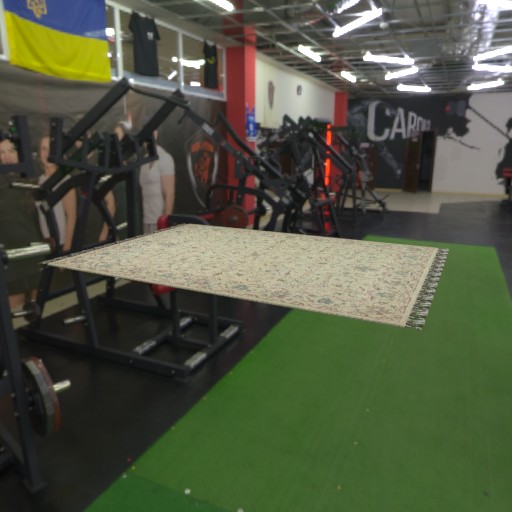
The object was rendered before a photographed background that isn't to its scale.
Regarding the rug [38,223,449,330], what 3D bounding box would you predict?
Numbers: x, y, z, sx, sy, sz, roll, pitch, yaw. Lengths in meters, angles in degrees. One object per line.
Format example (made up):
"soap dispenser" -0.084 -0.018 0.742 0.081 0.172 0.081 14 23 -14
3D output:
"rug" 0.000 0.000 2.335 1.802 0.008 1.247 7 16 26
